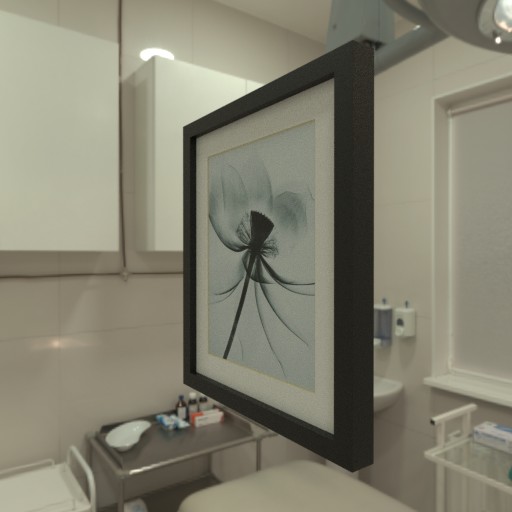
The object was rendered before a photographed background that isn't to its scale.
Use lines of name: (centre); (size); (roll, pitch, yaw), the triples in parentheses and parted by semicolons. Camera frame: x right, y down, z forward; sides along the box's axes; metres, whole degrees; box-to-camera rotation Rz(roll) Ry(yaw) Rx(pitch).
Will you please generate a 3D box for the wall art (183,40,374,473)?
wall art: (0.000, 0.000, 0.532); (0.029, 0.381, 0.330); (0, 0, -36)
